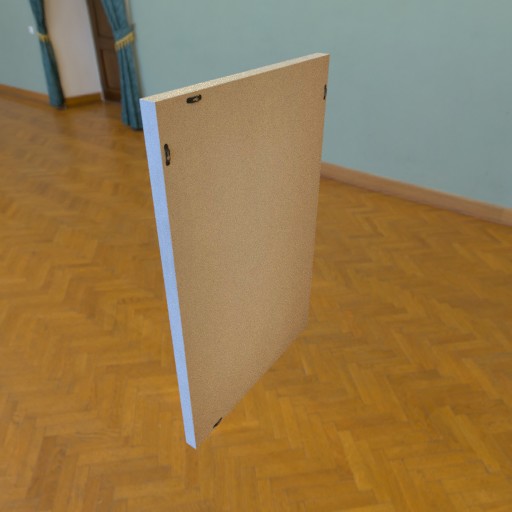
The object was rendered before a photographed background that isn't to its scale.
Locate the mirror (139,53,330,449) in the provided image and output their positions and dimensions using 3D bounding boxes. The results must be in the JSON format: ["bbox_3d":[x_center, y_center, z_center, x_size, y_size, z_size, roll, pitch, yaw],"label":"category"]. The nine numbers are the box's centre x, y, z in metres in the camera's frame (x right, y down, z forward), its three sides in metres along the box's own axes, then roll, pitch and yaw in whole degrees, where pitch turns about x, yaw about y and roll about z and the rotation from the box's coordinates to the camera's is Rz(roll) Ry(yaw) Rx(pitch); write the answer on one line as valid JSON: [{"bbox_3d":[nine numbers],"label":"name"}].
[{"bbox_3d":[0.000,0.000,1.173,0.041,0.915,0.609,21,38,29],"label":"mirror"}]
